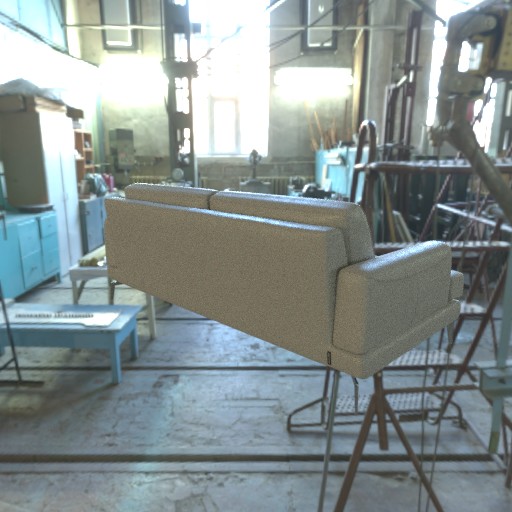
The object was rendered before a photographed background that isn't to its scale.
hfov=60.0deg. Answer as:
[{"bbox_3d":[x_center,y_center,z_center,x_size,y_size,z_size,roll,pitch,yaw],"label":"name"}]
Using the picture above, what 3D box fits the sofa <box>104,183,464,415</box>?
[{"bbox_3d":[0.000,0.000,2.482,1.940,0.765,0.974,13,18,43],"label":"sofa"}]
